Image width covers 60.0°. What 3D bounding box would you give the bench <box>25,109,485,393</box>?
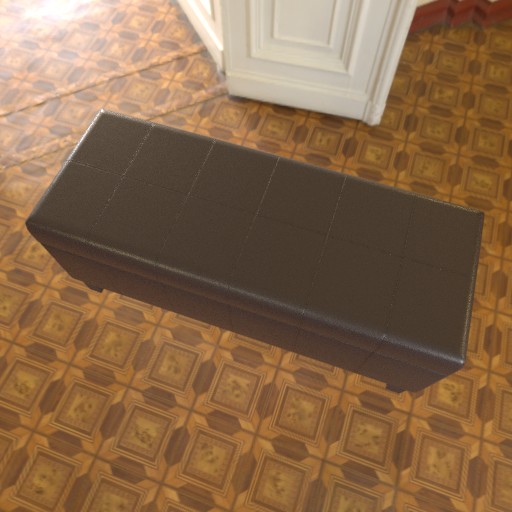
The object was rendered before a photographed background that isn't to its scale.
[{"bbox_3d":[0.000,0.000,1.299,1.092,0.457,0.429,17,65,8],"label":"bench"}]
